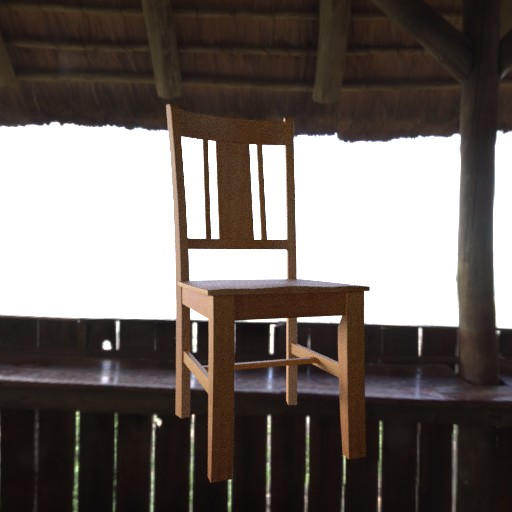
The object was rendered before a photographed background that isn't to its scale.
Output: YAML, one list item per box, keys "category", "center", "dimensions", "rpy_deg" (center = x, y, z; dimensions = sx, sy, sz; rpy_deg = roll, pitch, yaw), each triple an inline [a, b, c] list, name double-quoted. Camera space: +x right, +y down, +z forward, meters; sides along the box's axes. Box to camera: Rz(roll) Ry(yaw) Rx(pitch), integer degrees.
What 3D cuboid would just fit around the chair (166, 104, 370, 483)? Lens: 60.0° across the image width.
- category: "chair"
  center: [0.000, 0.000, 1.290]
  dimensions: [0.450, 0.998, 0.556]
  rpy_deg: [0, 0, -19]
